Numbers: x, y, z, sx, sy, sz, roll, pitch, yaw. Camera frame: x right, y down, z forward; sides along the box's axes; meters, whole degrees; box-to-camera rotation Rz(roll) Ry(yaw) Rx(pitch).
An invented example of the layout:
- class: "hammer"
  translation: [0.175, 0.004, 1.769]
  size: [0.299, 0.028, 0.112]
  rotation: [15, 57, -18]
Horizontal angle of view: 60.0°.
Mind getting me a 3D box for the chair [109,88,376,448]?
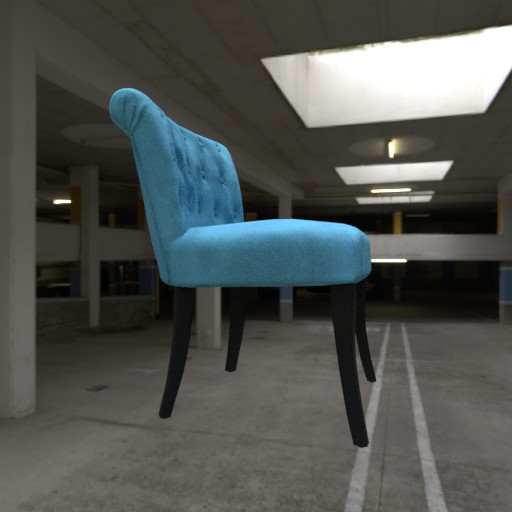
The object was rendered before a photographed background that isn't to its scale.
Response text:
- class: "chair"
  translation: [0.000, 0.000, 1.178]
  size: [0.605, 0.750, 0.582]
  rotation: [0, 0, 17]
